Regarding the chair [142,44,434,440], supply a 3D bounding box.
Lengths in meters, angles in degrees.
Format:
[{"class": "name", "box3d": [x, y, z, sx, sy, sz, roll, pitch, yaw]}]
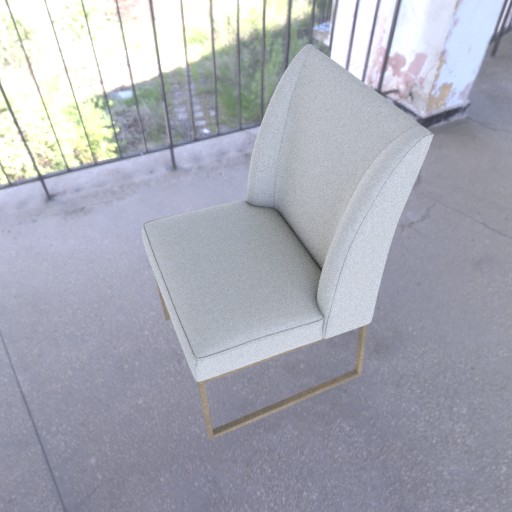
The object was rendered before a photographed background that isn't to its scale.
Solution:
[{"class": "chair", "box3d": [0.000, 0.000, 1.179, 0.522, 0.863, 0.508, -17, 48, -16]}]
